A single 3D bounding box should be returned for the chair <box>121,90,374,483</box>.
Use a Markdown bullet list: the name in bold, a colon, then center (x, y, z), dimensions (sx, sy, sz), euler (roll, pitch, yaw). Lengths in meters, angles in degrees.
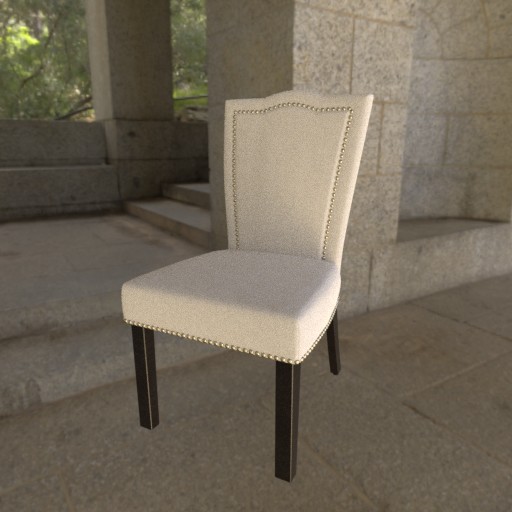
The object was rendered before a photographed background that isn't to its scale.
- **chair**: center (0.000, 0.000, 1.280), dimensions (0.518, 0.946, 0.589), euler (8, 17, 27)
